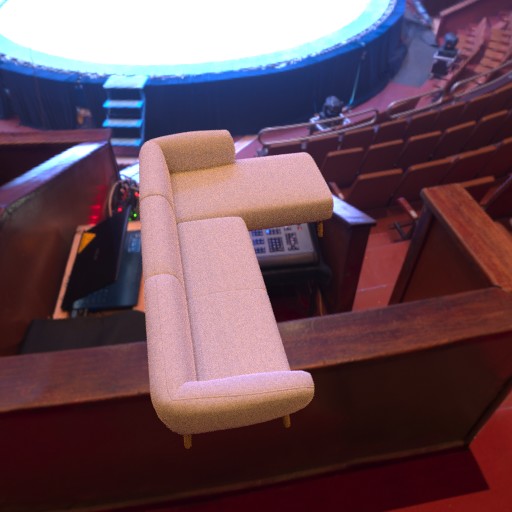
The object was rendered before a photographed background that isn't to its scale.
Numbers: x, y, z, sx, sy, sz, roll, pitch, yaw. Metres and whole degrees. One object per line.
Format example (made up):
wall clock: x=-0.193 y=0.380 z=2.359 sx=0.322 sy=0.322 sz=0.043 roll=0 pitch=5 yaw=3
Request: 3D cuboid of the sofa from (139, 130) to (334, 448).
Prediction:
sofa: x=0.000 y=0.000 z=3.347 sx=1.610 sy=0.730 sz=2.660 roll=-9 pitch=46 yaw=-8
